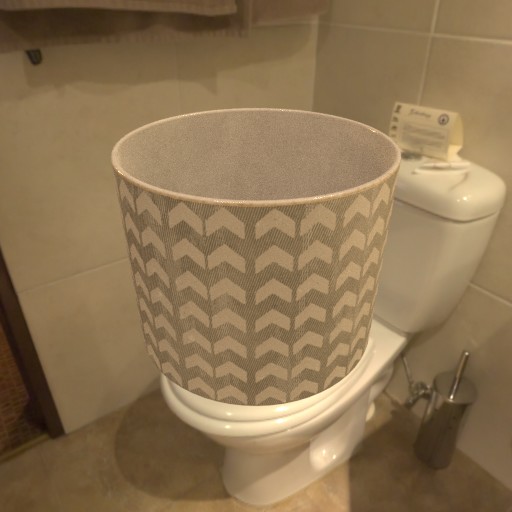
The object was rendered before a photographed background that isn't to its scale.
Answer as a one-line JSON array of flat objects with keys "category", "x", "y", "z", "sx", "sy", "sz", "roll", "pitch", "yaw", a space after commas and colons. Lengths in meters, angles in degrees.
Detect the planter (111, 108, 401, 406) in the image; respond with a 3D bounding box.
[{"category": "planter", "x": 0.000, "y": 0.000, "z": 0.458, "sx": 0.250, "sy": 0.239, "sz": 0.250, "roll": 0, "pitch": 32, "yaw": 0}]
